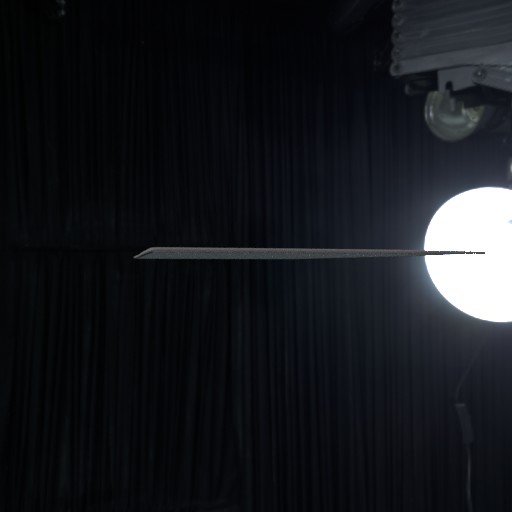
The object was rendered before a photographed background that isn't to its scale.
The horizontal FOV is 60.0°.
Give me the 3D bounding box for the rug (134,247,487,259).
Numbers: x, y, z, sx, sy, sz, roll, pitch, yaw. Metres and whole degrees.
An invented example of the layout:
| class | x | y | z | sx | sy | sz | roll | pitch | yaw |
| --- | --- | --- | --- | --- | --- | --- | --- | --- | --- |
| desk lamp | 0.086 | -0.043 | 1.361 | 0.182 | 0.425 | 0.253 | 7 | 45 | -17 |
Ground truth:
| class | x | y | z | sx | sy | sz | roll | pitch | yaw |
| --- | --- | --- | --- | --- | --- | --- | --- | --- | --- |
| rug | 0.000 | 0.000 | 2.078 | 1.067 | 0.013 | 1.676 | 0 | -1 | -17 |
